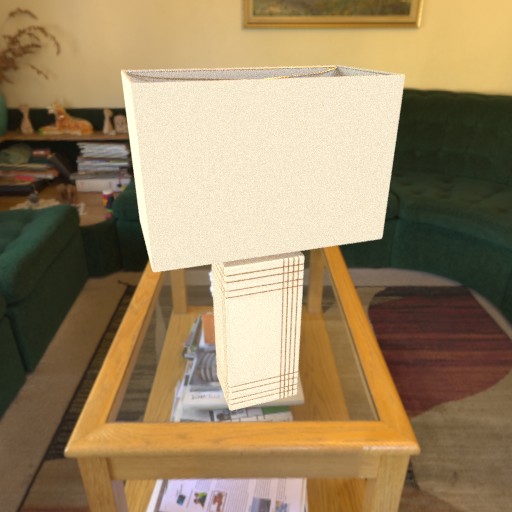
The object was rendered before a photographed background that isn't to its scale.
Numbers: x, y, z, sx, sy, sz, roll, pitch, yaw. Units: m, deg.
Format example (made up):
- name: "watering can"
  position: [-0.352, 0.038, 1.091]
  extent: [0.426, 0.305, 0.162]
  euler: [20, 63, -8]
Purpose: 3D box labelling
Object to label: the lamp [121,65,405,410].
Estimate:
- name: "lamp"
  position: [0.000, 0.000, 0.705]
  extent: [0.334, 0.543, 0.182]
  euler: [-8, 28, -16]
